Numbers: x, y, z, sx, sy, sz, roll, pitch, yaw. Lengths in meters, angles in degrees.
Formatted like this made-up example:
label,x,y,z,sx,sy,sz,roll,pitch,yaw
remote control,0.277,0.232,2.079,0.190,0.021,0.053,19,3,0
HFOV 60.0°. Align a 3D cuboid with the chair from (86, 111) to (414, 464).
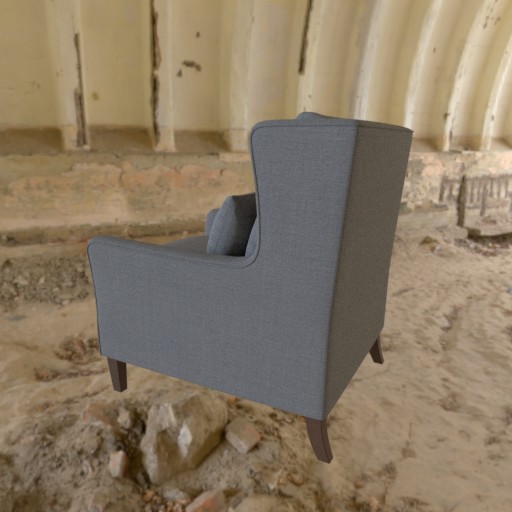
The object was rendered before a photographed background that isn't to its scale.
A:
label,x,y,z,sx,sy,sz,roll,pitch,yaw
chair,0.000,0.000,1.784,1.040,1.056,0.866,7,16,27
